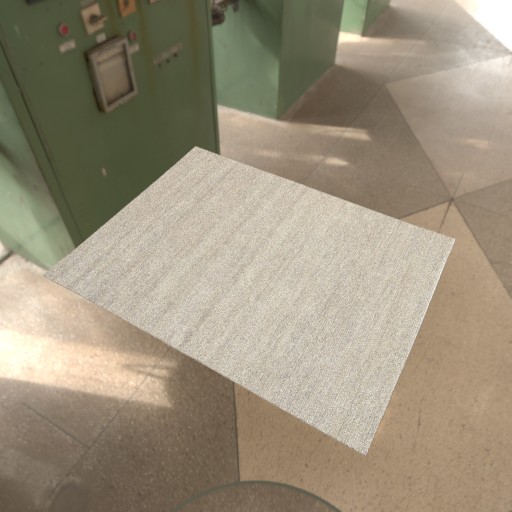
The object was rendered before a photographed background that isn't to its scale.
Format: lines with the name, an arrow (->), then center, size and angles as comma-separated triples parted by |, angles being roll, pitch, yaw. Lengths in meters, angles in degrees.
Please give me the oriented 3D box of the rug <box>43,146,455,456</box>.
rug -> 0.000, 0.000, 4.834 | 3.626, 0.051, 2.757 | 24, 52, 20
